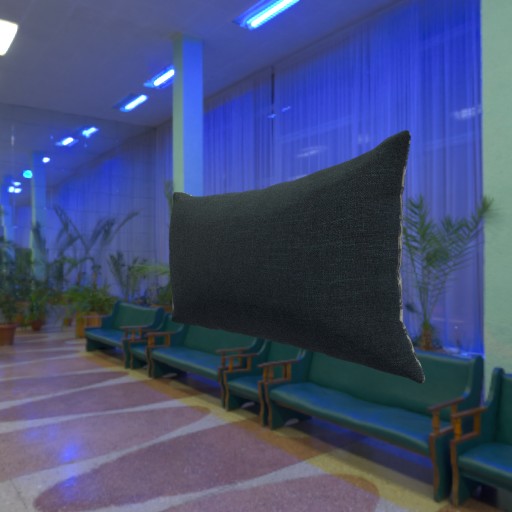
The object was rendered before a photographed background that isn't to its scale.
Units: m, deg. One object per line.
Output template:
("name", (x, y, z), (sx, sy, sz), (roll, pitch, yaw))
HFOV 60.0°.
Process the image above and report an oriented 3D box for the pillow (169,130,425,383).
("pillow", (0.000, 0.000, 0.749), (0.148, 0.292, 0.631), (0, -1, -36))
